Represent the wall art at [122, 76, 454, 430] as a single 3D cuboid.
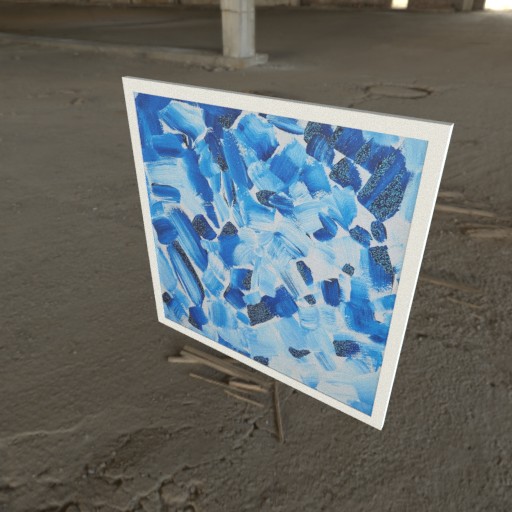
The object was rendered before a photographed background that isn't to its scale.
[{"bbox_3d":[0.000,0.000,0.950,0.660,0.660,0.015,19,37,28],"label":"wall art"}]
